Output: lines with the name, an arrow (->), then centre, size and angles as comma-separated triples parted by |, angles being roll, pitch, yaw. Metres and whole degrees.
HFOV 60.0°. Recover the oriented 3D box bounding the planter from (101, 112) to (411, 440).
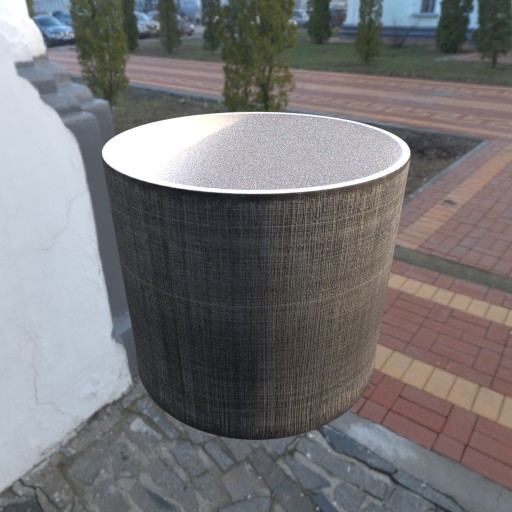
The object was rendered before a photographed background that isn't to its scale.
planter -> 0.000, 0.000, 0.304 | 0.178, 0.157, 0.178 | 0, 29, 0
